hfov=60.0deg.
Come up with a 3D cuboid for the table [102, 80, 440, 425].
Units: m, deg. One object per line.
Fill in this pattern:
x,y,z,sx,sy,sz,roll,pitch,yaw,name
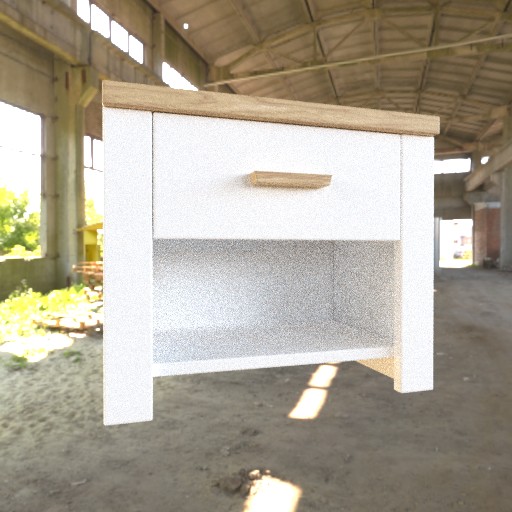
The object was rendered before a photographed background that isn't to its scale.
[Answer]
0.000,0.000,0.781,0.500,0.440,0.360,0,1,-17,table
